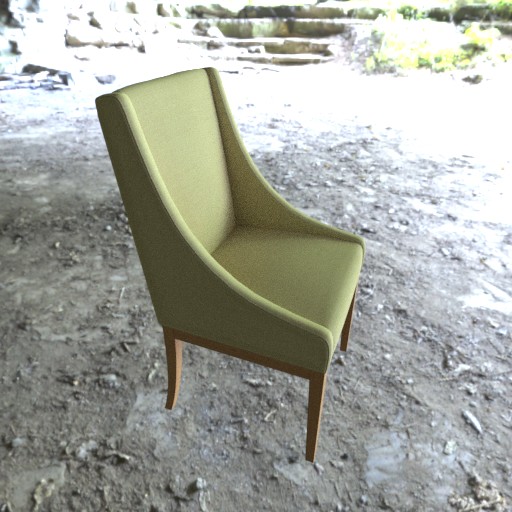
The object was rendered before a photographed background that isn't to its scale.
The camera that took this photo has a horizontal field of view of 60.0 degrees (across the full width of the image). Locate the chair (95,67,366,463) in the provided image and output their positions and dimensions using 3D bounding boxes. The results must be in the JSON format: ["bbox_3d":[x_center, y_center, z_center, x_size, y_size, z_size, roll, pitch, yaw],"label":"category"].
[{"bbox_3d":[0.000,0.000,1.384,0.611,1.021,0.575,11,32,18],"label":"chair"}]
